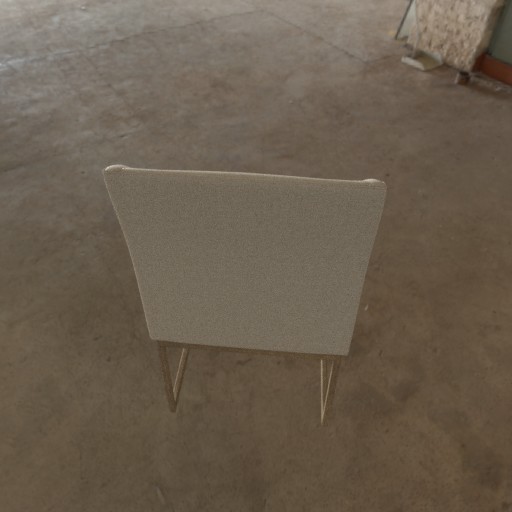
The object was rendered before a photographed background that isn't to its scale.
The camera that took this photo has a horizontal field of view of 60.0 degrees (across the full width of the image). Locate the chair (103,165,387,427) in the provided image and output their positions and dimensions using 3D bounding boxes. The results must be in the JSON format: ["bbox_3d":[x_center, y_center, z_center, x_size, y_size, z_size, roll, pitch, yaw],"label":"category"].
[{"bbox_3d":[0.000,0.000,1.193,0.508,0.863,0.522,4,46,4],"label":"chair"}]
